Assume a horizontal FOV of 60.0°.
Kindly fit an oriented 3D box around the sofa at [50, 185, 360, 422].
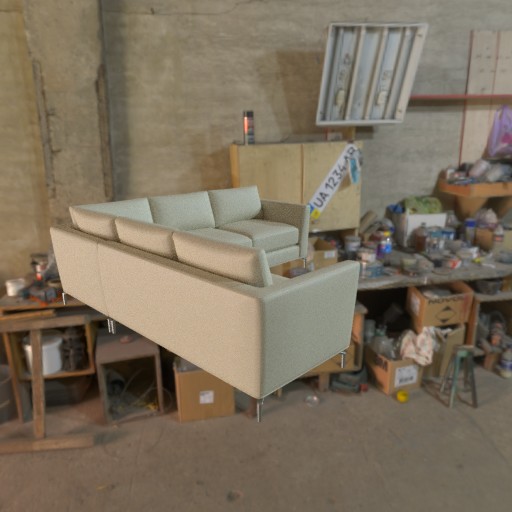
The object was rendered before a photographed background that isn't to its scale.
[{"bbox_3d":[0.000,0.000,3.752,2.430,0.867,2.448,14,21,42],"label":"sofa"}]
